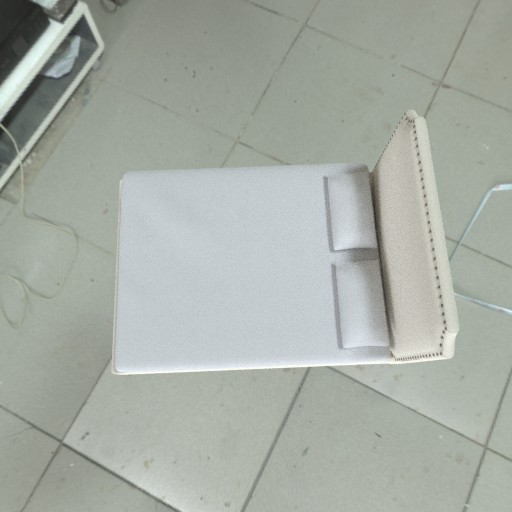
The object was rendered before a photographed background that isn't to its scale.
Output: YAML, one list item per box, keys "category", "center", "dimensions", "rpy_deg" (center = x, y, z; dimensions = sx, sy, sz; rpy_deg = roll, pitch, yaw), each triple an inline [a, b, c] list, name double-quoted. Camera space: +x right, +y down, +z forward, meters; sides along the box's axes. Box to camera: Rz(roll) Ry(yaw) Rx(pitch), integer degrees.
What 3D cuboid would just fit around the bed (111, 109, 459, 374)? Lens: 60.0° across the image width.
- category: "bed"
  center: [0.000, 0.000, 3.459]
  dimensions: [2.372, 1.497, 1.712]
  rpy_deg: [-2, 74, -1]
